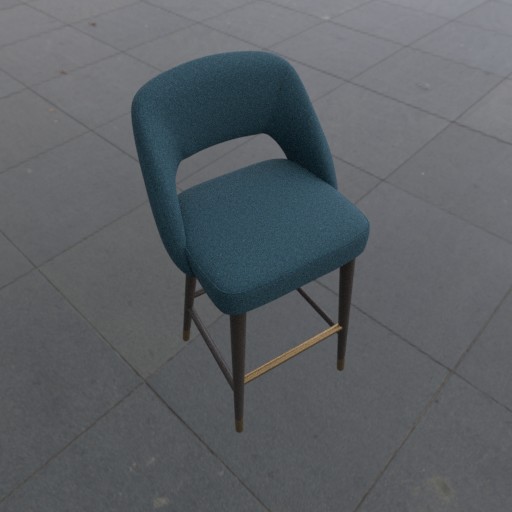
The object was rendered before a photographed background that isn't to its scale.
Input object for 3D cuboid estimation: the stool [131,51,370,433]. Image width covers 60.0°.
[{"bbox_3d":[0.000,0.000,1.352,0.536,1.032,0.522,-24,52,-21],"label":"stool"}]
